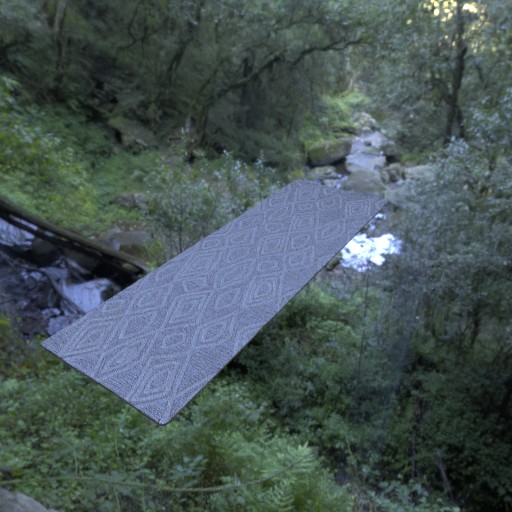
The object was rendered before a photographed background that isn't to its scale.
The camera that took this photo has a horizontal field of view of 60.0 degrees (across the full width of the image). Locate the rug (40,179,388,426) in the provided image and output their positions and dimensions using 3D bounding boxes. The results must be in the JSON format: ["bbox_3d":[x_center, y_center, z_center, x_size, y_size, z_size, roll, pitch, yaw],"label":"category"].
[{"bbox_3d":[0.000,0.000,2.731,0.807,0.013,2.436,20,37,28],"label":"rug"}]
